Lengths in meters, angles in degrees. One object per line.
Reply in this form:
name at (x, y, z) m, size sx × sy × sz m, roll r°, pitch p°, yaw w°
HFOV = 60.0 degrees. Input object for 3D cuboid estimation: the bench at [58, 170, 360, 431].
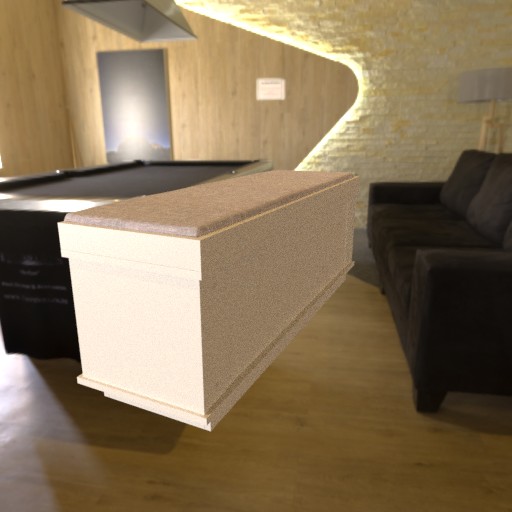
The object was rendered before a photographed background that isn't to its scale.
bench at (0.000, 0.000, 1.426) m, size 0.363 × 0.453 × 1.196 m, roll 8°, pitch 18°, yaw 25°
